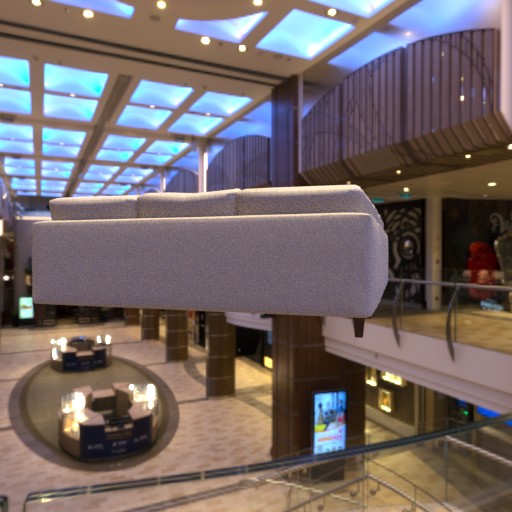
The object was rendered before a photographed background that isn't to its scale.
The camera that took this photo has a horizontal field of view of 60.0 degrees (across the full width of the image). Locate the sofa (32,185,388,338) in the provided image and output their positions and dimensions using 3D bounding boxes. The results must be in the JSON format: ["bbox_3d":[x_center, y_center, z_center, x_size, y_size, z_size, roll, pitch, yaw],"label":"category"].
[{"bbox_3d":[0.000,0.000,4.485,2.522,0.934,3.333,0,0,18],"label":"sofa"}]
